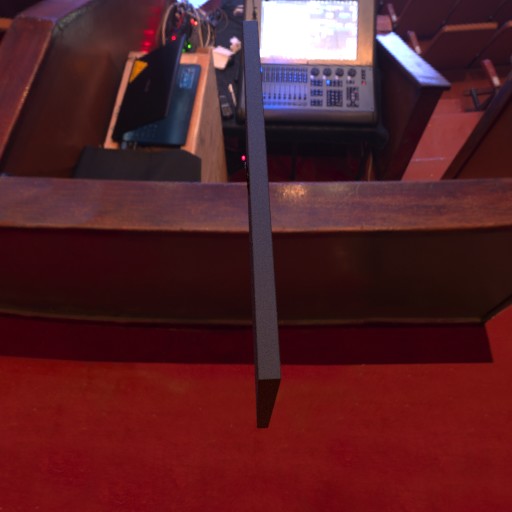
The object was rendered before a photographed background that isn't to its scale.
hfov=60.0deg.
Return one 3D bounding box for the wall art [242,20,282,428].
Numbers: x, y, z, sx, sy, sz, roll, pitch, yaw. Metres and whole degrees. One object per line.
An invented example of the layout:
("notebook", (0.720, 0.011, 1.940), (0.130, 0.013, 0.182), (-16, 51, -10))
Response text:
("wall art", (0.000, 0.000, 1.199), (0.043, 0.807, 0.805), (-2, 64, -1))
